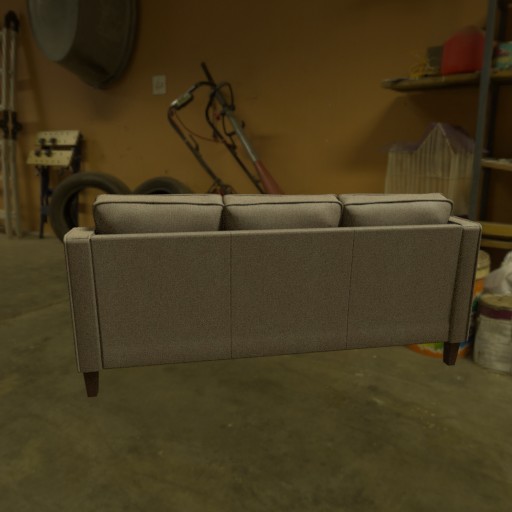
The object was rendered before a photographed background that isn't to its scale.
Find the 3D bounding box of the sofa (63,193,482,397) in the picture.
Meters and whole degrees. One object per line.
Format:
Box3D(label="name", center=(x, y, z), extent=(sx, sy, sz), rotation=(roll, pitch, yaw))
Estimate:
Box3D(label="sofa", center=(0.000, 0.000, 3.314), extent=(2.317, 1.081, 1.858), rotation=(-2, 14, -10))
